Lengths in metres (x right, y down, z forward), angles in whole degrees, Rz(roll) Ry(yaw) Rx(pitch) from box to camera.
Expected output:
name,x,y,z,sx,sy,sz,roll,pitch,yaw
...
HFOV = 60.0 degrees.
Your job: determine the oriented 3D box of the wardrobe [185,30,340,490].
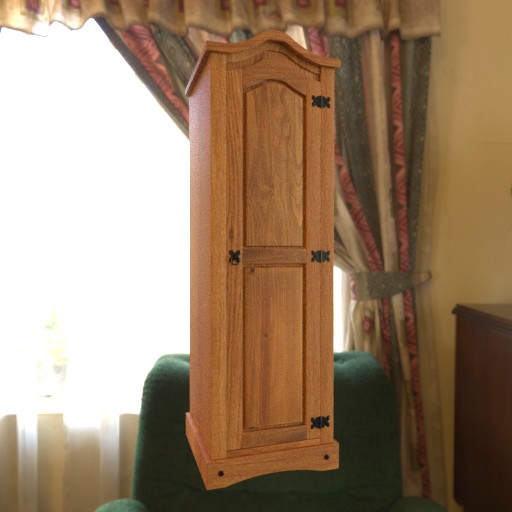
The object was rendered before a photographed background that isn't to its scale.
name,x,y,z,sx,sy,sz,roll,pitch,yaw
wardrobe,0.000,0.000,2.119,0.590,1.870,0.570,0,1,-17
